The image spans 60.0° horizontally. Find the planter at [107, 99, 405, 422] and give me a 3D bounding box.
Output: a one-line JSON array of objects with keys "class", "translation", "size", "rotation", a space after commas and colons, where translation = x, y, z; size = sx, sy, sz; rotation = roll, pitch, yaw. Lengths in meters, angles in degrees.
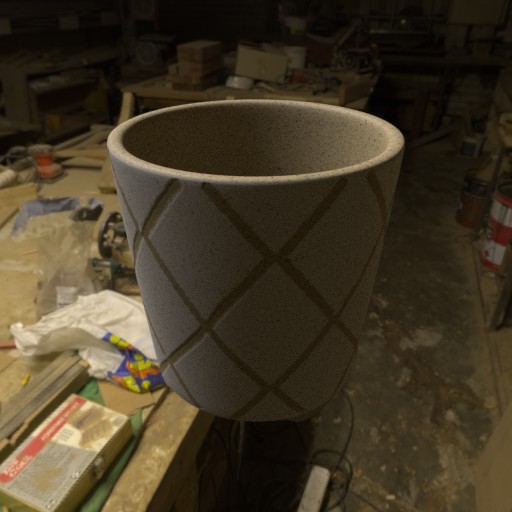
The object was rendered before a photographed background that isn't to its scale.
[{"class": "planter", "translation": [0.000, 0.000, 0.411], "size": [0.228, 0.235, 0.228], "rotation": [0, 31, 0]}]
